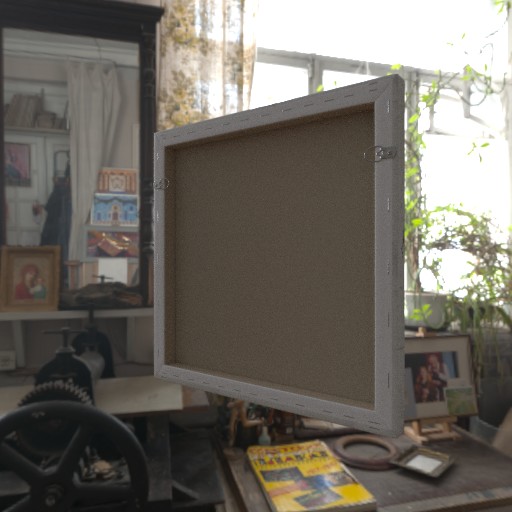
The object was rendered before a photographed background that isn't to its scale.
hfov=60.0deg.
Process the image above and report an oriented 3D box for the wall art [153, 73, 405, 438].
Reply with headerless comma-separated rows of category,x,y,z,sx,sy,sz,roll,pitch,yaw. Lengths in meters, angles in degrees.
wall art,0.000,0.000,0.930,0.610,0.611,0.040,0,0,37
